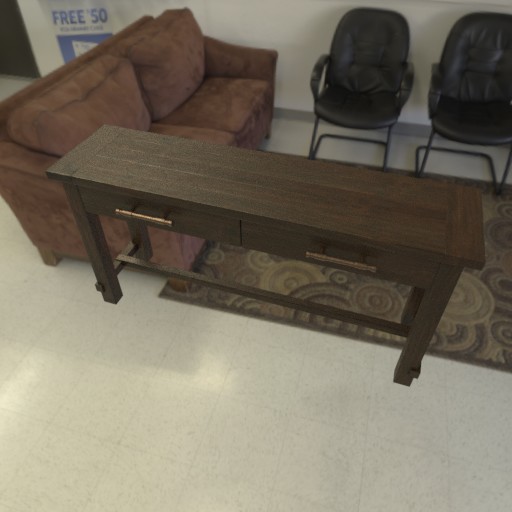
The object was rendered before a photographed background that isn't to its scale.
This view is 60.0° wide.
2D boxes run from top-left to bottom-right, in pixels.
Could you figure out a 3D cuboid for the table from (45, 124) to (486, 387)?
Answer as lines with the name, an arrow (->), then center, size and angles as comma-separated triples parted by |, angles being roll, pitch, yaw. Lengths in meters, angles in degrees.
table -> 0.000, 0.000, 1.916 | 1.599, 0.762, 0.442 | 13, 44, 14
